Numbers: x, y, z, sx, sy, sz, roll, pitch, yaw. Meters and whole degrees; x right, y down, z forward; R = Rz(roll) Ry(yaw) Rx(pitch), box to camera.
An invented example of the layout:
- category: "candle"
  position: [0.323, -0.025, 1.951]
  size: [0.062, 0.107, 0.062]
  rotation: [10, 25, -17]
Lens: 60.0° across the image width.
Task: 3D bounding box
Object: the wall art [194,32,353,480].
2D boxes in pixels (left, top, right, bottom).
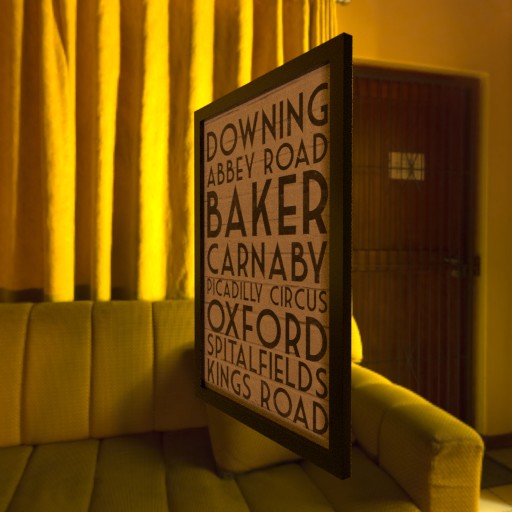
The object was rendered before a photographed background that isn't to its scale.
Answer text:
- category: "wall art"
  position: [0.000, 0.000, 0.553]
  size: [0.013, 0.432, 0.304]
  rotation: [-1, 1, -36]
